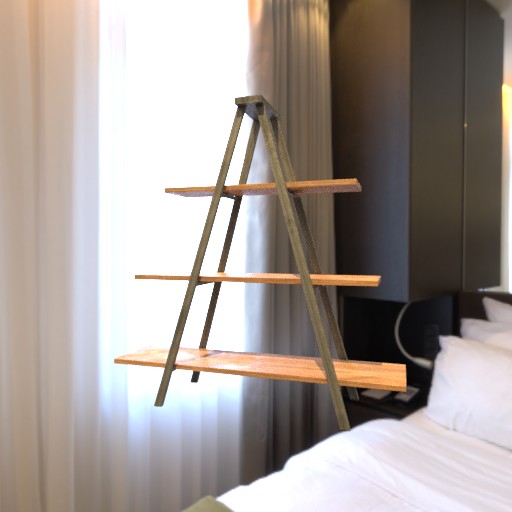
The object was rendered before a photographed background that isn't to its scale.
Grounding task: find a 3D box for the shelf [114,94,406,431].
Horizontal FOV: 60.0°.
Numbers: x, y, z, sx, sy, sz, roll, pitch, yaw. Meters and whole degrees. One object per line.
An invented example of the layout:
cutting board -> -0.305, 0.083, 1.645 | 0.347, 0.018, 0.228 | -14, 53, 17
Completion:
shelf -> 0.000, 0.000, 2.707 | 1.746, 1.808, 0.508 | 0, 2, 18
